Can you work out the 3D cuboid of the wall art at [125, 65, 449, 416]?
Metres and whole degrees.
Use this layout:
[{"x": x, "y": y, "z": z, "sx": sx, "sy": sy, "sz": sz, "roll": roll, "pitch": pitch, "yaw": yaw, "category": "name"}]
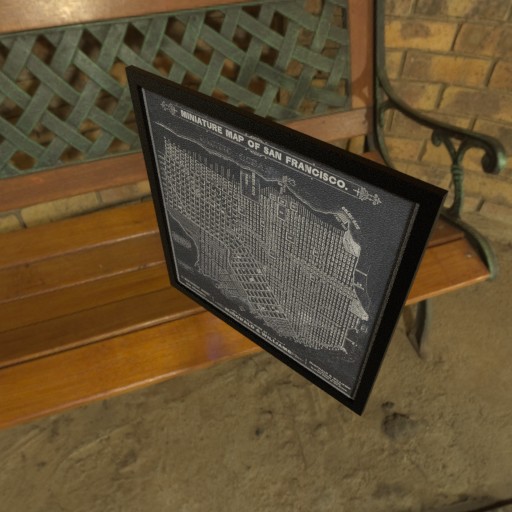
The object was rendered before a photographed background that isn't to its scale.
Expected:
[{"x": 0.000, "y": 0.000, "z": 0.677, "sx": 0.457, "sy": 0.458, "sz": 0.012, "roll": 30, "pitch": 53, "yaw": 26, "category": "wall art"}]
